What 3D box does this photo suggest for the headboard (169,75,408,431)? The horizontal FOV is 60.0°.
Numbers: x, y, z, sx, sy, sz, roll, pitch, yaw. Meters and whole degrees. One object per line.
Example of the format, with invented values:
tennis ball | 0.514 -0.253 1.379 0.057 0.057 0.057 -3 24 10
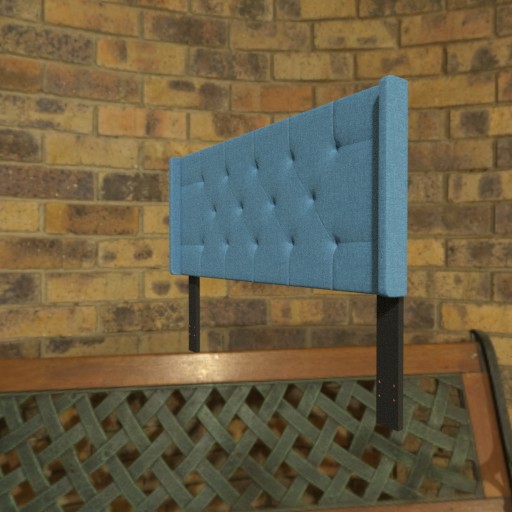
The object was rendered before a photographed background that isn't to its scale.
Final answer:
headboard | 0.000 0.000 2.697 0.184 1.524 2.051 -1 1 -36
